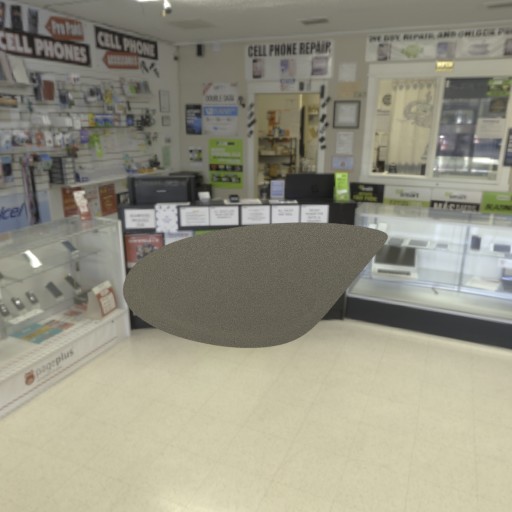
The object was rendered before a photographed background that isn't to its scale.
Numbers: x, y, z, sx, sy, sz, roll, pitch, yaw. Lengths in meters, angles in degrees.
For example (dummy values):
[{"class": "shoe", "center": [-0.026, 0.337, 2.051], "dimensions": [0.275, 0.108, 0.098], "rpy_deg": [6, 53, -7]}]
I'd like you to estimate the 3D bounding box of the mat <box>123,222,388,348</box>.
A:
[{"class": "mat", "center": [0.000, 0.000, 1.910], "dimensions": [0.913, 0.013, 1.524], "rpy_deg": [8, 19, 25]}]
